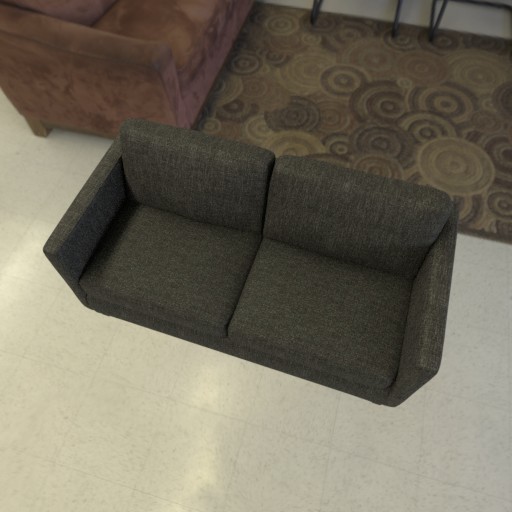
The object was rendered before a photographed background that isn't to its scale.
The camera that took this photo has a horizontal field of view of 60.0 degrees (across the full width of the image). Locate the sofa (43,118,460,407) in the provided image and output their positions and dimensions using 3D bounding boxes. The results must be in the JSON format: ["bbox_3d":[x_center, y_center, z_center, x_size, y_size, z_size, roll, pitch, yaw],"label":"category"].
[{"bbox_3d":[0.000,0.000,2.388,1.884,0.963,0.950,16,61,9],"label":"sofa"}]
